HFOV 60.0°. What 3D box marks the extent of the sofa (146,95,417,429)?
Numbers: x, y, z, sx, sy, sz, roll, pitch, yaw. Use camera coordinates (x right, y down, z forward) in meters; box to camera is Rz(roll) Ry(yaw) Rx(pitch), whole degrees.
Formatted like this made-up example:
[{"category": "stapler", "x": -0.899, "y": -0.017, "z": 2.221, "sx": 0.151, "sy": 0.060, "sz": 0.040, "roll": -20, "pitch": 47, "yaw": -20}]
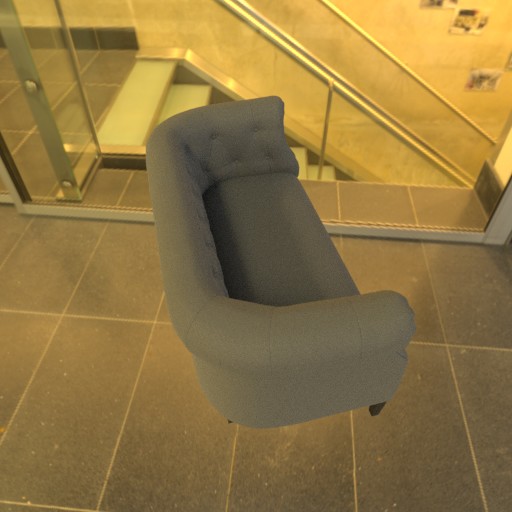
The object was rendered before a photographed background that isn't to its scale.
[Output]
[{"category": "sofa", "x": 0.000, "y": 0.000, "z": 2.050, "sx": 0.835, "sy": 0.827, "sz": 1.558, "roll": -10, "pitch": 47, "yaw": -10}]
